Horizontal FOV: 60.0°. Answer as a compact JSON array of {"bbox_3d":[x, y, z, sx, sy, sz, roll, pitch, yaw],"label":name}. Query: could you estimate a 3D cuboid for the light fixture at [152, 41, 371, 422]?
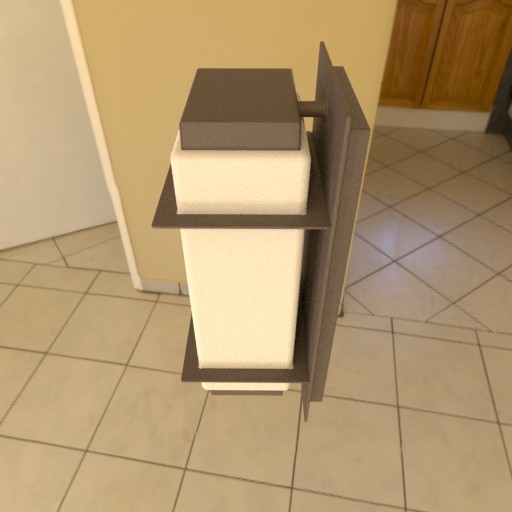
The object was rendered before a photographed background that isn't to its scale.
[{"bbox_3d":[0.000,0.000,0.428,0.146,0.347,0.153,0,41,0],"label":"light fixture"}]
